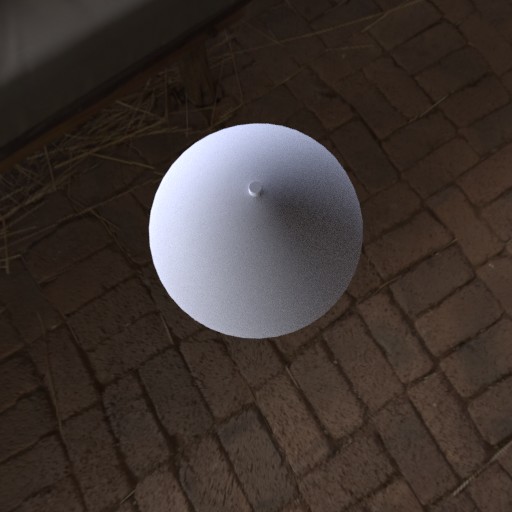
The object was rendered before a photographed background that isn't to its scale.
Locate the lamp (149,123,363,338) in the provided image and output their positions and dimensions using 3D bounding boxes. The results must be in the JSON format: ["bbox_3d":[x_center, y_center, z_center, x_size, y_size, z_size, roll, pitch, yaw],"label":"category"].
[{"bbox_3d":[0.000,0.000,0.433,0.171,0.330,0.171,0,75,0],"label":"lamp"}]
